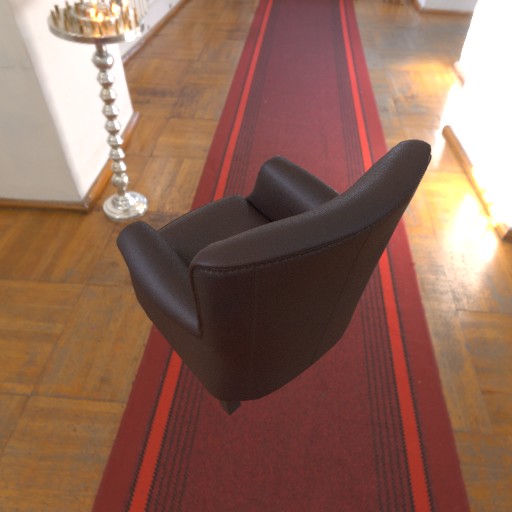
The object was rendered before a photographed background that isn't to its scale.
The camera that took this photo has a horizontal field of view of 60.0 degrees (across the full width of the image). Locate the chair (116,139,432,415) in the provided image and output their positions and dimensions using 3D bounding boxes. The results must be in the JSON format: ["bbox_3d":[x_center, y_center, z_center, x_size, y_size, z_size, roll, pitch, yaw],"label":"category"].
[{"bbox_3d":[0.000,0.000,1.342,0.700,0.800,0.746,-30,52,-27],"label":"chair"}]
